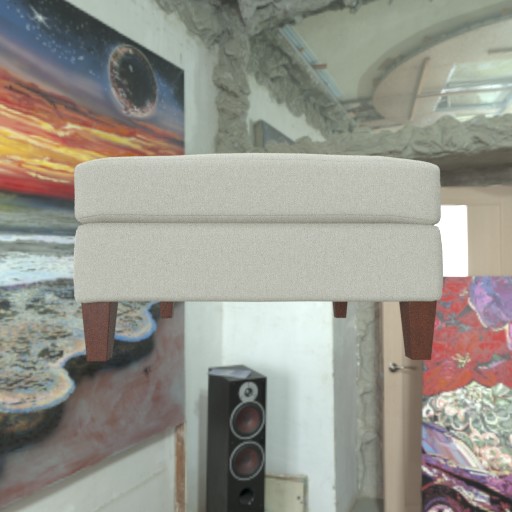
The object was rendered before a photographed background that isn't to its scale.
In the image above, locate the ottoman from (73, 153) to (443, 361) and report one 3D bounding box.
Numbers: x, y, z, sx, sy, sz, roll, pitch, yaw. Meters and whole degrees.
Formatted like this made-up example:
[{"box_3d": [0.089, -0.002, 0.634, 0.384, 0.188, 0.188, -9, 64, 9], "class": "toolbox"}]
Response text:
[{"box_3d": [0.000, 0.000, 1.441, 0.836, 0.492, 0.976, 0, -2, -1], "class": "ottoman"}]
